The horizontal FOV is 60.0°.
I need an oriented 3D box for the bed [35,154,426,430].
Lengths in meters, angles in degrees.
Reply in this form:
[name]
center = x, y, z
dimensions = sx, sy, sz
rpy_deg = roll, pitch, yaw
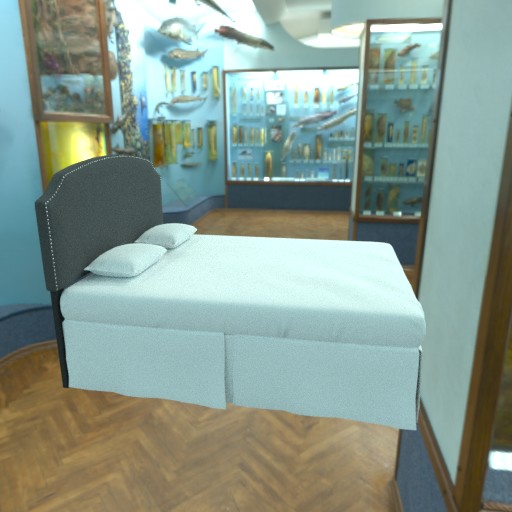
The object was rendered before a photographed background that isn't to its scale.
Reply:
[bed]
center = 0.000, 0.000, 2.892
dimensions = 1.999, 1.270, 1.558
rpy_deg = 3, 16, 10
